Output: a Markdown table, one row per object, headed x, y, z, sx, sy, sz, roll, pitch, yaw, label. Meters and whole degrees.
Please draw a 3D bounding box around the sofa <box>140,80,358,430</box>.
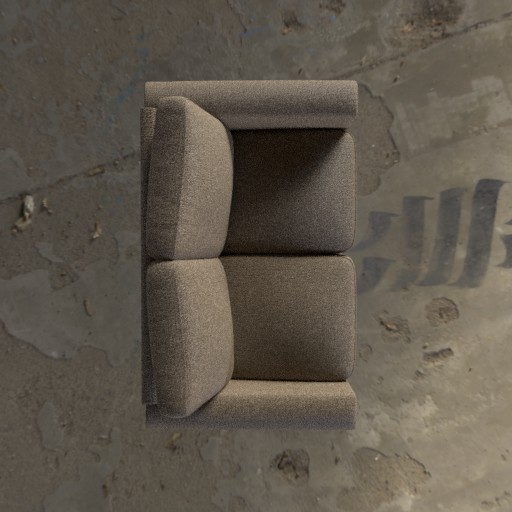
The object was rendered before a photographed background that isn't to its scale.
| x | y | z | sx | sy | sz | roll | pitch | yaw | label |
| --- | --- | --- | --- | --- | --- | --- | --- | --- | --- |
| 0.000 | 0.000 | 2.160 | 1.016 | 0.873 | 1.616 | 0 | 91 | 1 | sofa |
